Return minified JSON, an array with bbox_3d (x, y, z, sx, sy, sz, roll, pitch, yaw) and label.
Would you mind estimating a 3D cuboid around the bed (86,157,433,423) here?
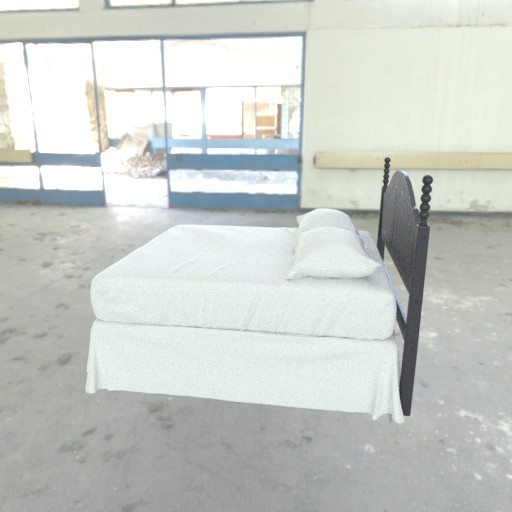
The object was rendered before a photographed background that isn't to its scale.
[{"bbox_3d":[0.000,0.000,3.265,2.040,1.356,1.873,2,16,9],"label":"bed"}]
